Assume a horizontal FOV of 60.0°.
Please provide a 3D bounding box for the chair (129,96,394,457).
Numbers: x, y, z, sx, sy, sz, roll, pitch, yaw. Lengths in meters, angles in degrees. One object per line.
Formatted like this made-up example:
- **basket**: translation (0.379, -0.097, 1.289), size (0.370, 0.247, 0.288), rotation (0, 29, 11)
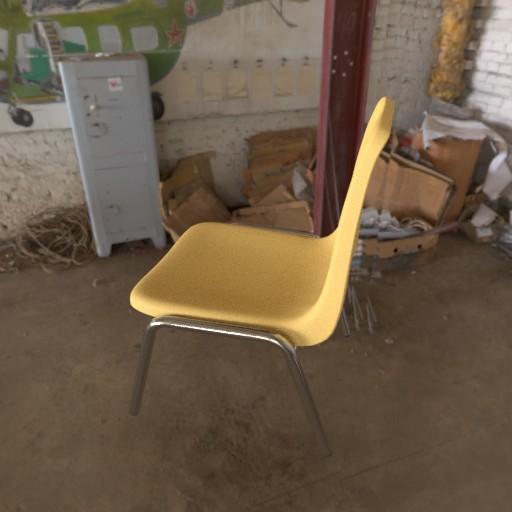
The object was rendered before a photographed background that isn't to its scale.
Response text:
- **chair**: translation (0.000, 0.000, 0.772), size (0.385, 0.536, 0.354), rotation (8, 31, 14)
